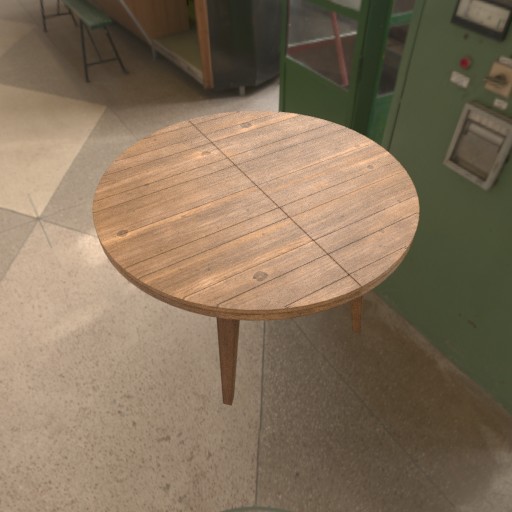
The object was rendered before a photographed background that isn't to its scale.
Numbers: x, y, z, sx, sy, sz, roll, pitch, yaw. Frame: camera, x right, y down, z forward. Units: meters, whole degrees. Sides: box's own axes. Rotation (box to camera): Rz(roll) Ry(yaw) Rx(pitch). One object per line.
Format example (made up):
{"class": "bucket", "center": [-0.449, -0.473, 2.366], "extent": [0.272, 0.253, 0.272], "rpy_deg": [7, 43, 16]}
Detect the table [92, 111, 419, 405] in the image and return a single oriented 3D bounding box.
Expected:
{"class": "table", "center": [0.000, 0.000, 1.969], "extent": [1.213, 0.764, 1.213], "rpy_deg": [0, 45, 0]}
